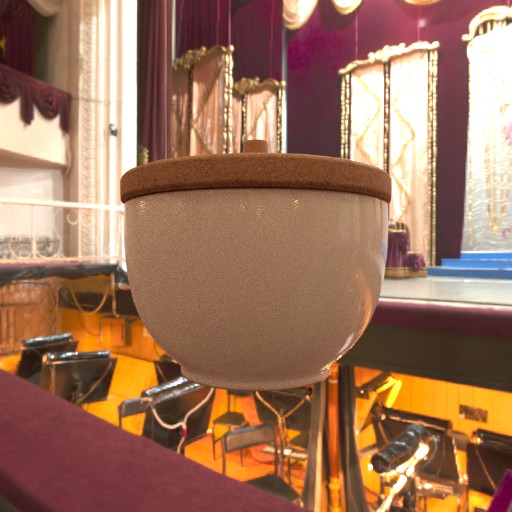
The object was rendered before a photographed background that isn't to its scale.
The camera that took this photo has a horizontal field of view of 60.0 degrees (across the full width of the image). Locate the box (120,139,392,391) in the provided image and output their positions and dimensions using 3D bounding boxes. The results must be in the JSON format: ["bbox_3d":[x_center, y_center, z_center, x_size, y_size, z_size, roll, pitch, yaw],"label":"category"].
[{"bbox_3d":[0.000,0.000,0.183,0.107,0.094,0.107,0,0,0],"label":"box"}]
